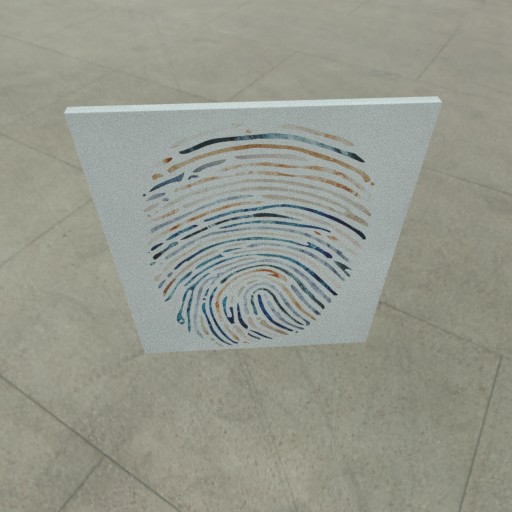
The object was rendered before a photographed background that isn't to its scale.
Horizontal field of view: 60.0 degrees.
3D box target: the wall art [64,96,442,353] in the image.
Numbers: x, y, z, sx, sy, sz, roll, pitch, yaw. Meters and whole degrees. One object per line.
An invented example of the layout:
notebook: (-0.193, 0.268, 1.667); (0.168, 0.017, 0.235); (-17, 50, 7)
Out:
wall art: (0.000, 0.000, 0.975); (0.609, 0.710, 0.021); (-2, 46, -2)
